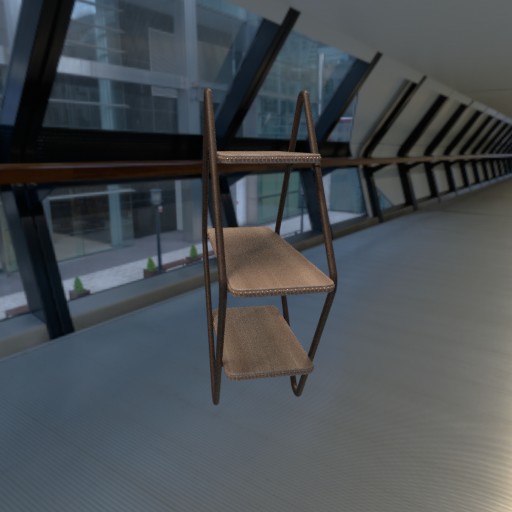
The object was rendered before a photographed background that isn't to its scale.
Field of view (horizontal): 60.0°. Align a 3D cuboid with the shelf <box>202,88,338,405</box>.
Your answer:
[{"bbox_3d":[0.000,0.000,1.093,0.234,0.774,0.609,-3,14,-10],"label":"shelf"}]
